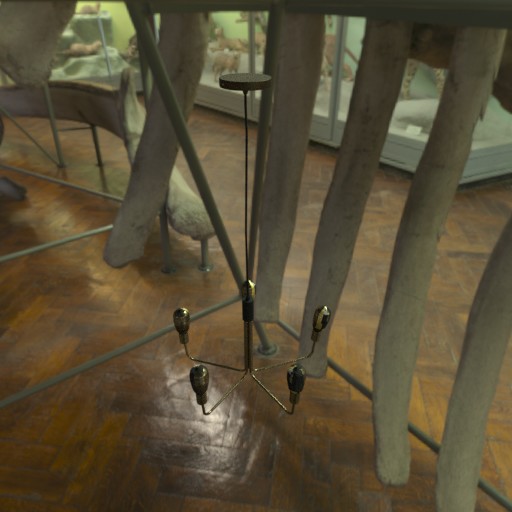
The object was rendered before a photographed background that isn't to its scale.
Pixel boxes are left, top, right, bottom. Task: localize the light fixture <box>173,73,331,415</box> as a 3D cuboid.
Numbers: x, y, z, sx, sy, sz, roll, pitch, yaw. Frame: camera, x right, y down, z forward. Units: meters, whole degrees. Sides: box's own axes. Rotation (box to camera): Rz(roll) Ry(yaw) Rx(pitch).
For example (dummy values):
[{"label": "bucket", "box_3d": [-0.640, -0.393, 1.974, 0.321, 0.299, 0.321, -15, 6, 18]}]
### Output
[{"label": "light fixture", "box_3d": [0.000, 0.000, 1.402, 0.588, 1.059, 0.532, -21, 37, -31]}]
